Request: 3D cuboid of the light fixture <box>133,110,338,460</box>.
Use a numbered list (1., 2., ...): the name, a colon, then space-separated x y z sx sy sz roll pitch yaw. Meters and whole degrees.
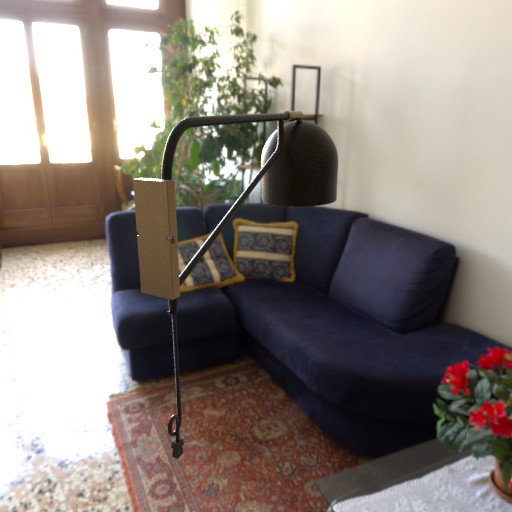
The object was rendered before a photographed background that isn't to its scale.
1. light fixture: 0.000 0.000 1.092 0.215 0.696 0.720 9 18 28
